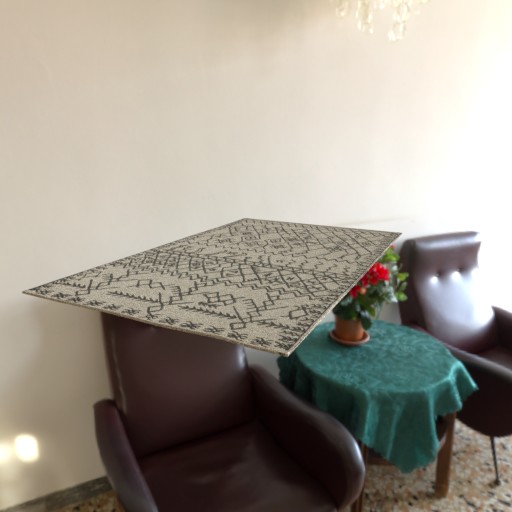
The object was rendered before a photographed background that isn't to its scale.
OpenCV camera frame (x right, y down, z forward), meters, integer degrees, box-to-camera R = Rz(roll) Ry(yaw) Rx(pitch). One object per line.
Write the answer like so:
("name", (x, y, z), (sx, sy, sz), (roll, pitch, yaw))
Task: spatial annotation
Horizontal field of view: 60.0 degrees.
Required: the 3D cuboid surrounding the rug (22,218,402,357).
("rug", (0.000, 0.000, 4.771), (2.393, 0.019, 3.824), (8, 17, 26))
